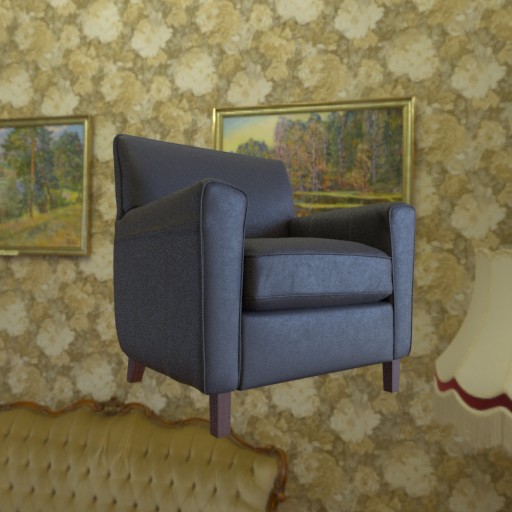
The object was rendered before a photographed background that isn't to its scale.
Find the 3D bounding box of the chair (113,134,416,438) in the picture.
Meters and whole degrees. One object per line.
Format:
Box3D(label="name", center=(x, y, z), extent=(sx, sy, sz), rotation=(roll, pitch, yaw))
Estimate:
Box3D(label="chair", center=(0.000, 0.000, 1.630), extent=(0.870, 0.943, 0.825), rotation=(1, -1, -35))
